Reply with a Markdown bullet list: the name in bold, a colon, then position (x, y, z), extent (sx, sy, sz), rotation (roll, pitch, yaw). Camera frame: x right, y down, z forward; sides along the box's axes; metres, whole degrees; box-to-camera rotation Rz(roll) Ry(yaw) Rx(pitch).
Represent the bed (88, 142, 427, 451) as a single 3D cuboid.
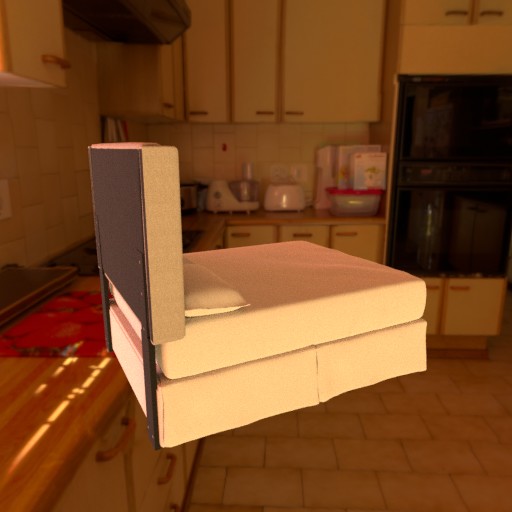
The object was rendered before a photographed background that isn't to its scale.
- **bed**: position (0.000, 0.000, 3.378), extent (2.066, 1.665, 1.719), rotation (-7, 16, -27)
